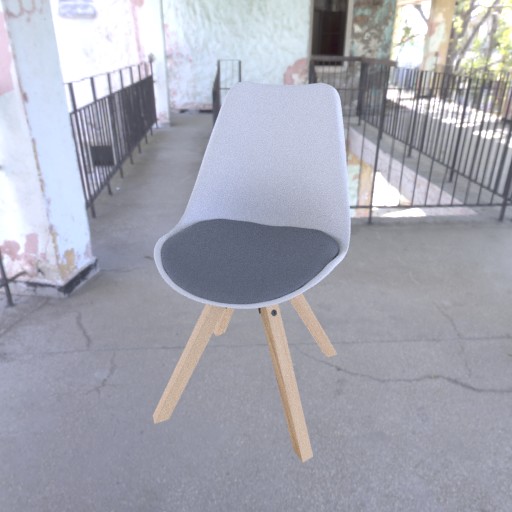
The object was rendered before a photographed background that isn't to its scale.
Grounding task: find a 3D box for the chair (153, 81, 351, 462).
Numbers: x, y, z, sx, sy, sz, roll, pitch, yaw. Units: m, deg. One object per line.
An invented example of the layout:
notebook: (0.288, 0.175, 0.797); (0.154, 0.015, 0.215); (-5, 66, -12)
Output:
chair: (0.000, 0.000, 1.207); (0.485, 0.850, 0.550); (8, 27, 16)
